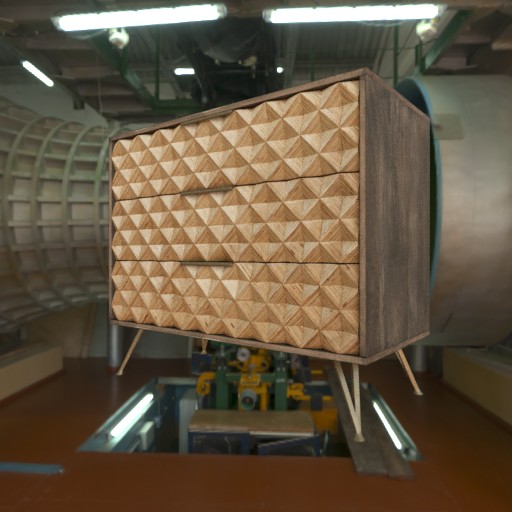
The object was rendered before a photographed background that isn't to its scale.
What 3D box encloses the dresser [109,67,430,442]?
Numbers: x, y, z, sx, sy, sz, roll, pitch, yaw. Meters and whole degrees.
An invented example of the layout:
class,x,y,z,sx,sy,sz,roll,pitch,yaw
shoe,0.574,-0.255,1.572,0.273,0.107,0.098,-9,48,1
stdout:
class,x,y,z,sx,sy,sz,roll,pitch,yaw
dresser,0.000,0.000,1.389,0.923,0.801,0.453,0,0,38
